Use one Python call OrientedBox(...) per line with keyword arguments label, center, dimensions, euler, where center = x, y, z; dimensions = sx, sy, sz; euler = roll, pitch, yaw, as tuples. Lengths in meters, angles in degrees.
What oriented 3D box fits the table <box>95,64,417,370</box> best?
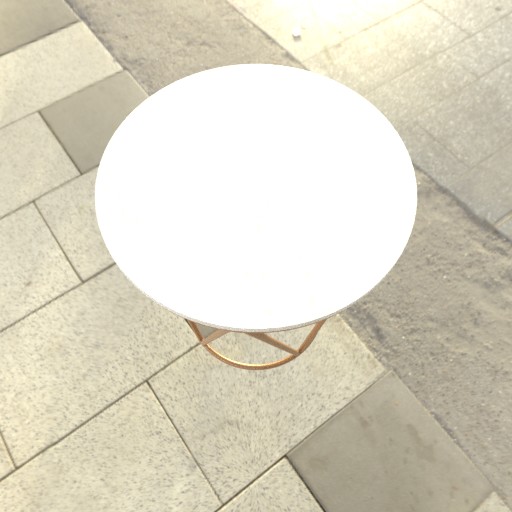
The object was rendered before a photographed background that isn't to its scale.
OrientedBox(label="table", center=(0.000, 0.000, 0.947), dimensions=(0.500, 0.564, 0.500), euler=(0, 63, 0))
